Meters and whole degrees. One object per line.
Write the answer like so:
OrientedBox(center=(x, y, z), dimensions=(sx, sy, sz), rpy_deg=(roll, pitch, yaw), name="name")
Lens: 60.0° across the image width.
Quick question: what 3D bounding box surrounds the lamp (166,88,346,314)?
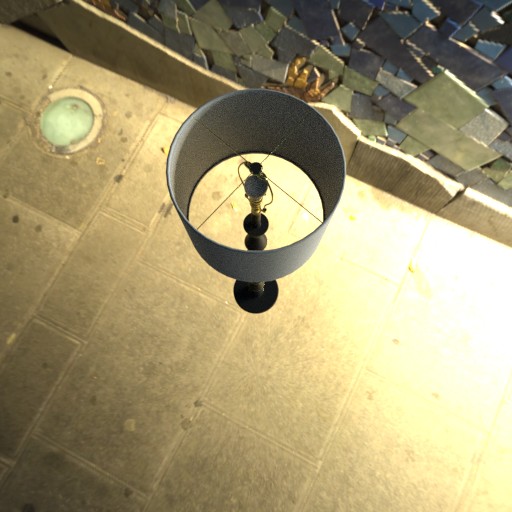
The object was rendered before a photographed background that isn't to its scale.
OrientedBox(center=(0.000, 0.000, 1.649), dimensions=(0.381, 1.480, 0.381), rpy_deg=(41, 79, 10), name="lamp")
